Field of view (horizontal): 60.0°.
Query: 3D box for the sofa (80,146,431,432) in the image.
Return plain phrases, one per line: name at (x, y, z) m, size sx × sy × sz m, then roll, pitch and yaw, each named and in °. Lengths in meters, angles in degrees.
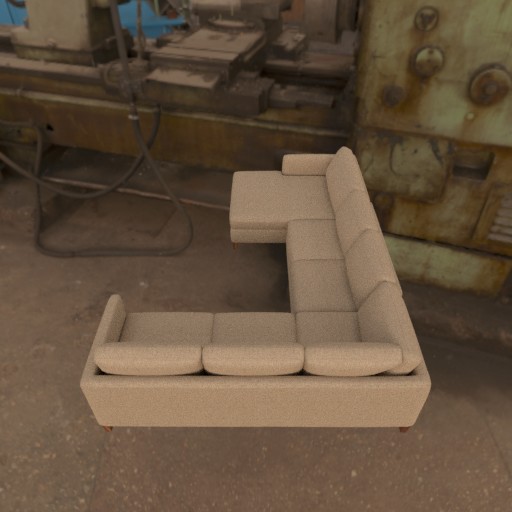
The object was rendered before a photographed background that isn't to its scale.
sofa at (0.000, 0.000, 4.561) m, size 2.551 × 0.889 × 3.403 m, roll 0°, pitch 41°, yaw 0°
